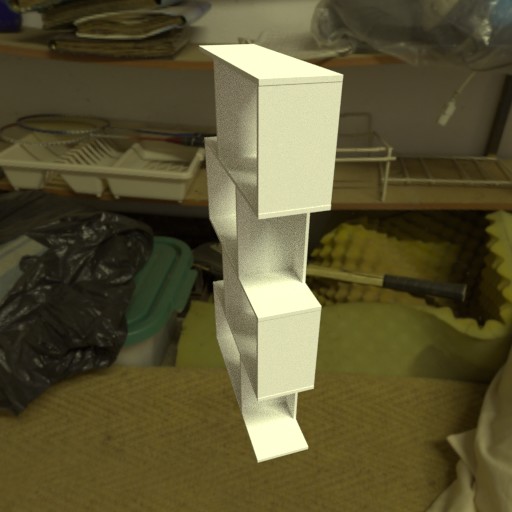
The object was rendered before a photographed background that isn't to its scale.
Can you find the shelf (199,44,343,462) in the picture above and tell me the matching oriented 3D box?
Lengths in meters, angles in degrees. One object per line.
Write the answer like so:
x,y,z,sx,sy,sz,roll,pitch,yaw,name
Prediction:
0.000,0.000,2.003,0.250,1.650,0.890,-9,32,-14,shelf
